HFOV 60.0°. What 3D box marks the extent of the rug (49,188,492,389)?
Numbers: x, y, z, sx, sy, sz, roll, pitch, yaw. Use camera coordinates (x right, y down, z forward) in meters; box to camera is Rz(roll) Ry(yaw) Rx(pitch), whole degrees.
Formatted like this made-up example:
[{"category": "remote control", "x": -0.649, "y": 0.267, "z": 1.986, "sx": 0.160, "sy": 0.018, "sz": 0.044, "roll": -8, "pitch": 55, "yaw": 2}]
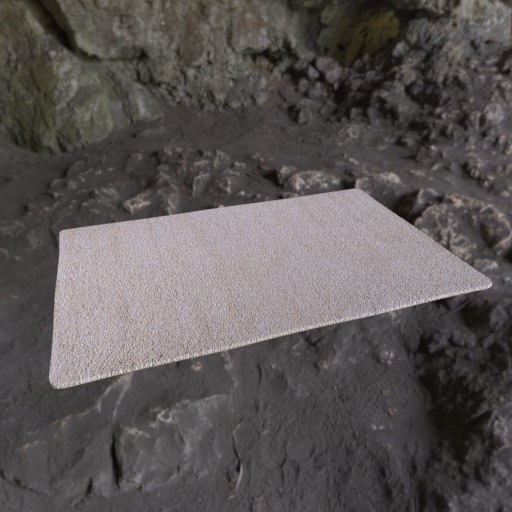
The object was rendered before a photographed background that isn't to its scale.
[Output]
[{"category": "rug", "x": 0.000, "y": 0.000, "z": 2.781, "sx": 2.349, "sy": 0.026, "sz": 1.500, "roll": -10, "pitch": 32, "yaw": -16}]
